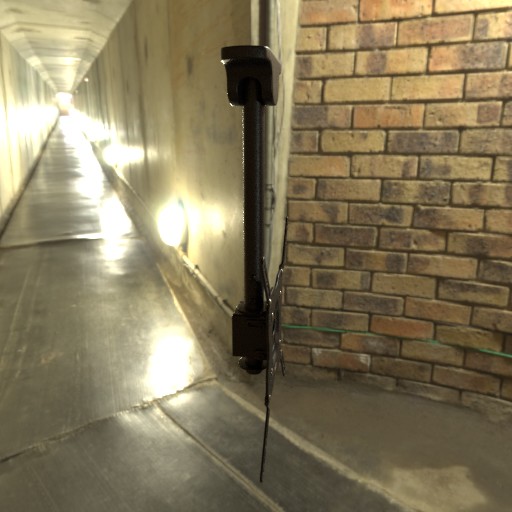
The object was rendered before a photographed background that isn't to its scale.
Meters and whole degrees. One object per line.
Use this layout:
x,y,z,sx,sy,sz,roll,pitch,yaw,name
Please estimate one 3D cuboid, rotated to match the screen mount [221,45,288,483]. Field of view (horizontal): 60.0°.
0.000,0.000,0.877,0.090,0.729,0.393,2,15,9,screen mount
